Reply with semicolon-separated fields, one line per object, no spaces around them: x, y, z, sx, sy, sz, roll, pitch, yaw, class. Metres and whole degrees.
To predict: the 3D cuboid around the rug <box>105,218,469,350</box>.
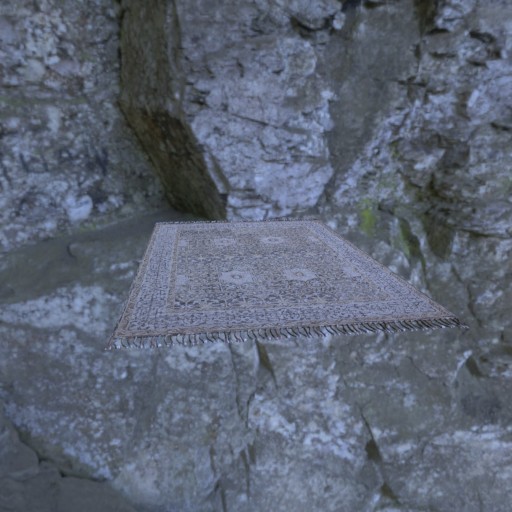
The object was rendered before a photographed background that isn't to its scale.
0.000;0.000;2.429;1.237;0.010;2.029;-2;16;-8;rug
